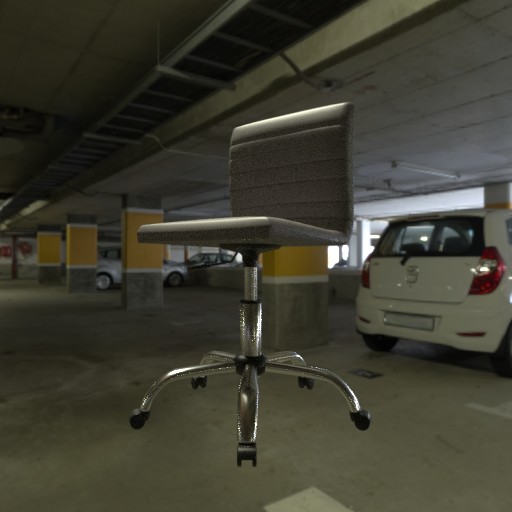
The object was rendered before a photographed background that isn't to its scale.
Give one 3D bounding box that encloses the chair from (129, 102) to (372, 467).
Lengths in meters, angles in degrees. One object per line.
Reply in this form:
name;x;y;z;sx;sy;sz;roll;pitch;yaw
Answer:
chair;0.000;0.000;1.109;0.556;0.780;0.530;0;0;37
